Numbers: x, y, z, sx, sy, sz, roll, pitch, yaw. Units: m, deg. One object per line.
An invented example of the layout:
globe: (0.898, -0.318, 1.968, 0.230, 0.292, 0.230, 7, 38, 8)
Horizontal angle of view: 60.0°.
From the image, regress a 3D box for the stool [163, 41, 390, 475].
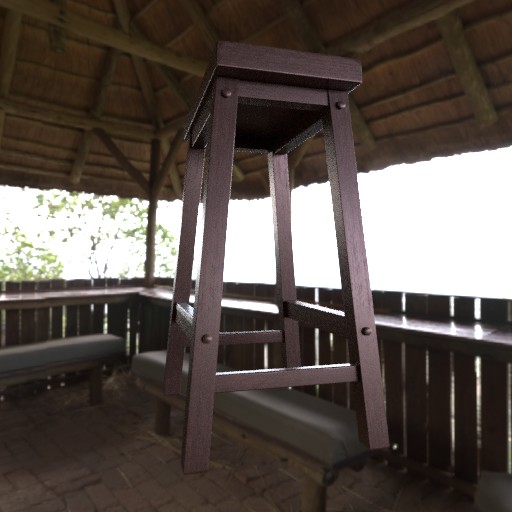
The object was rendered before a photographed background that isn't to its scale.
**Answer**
stool: (0.000, 0.000, 0.851, 0.322, 0.610, 0.406, 0, -1, -16)
